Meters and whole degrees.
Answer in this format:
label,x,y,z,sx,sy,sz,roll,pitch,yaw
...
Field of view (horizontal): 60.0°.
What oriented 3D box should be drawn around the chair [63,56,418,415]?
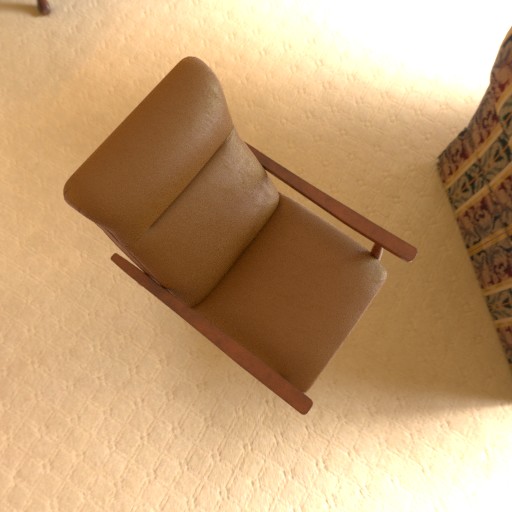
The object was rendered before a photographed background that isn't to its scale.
label,x,y,z,sx,sy,sz,roll,pitch,yaw
chair,0.000,0.000,1.797,1.014,1.082,0.762,36,78,9
